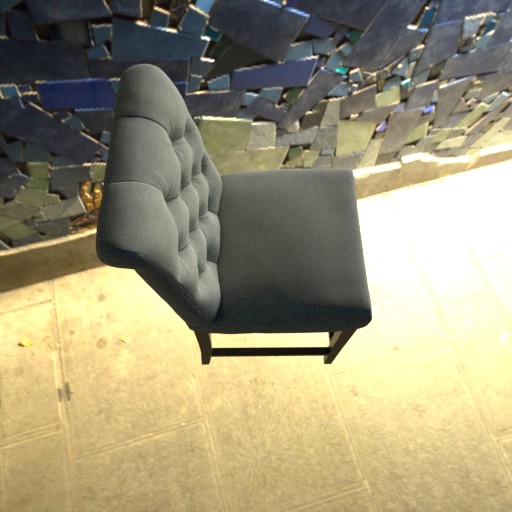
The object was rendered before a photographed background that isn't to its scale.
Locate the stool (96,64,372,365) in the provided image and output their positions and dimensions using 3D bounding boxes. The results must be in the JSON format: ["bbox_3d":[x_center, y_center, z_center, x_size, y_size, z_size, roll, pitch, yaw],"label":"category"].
[{"bbox_3d":[0.000,0.000,1.330,0.601,1.040,0.493,-1,65,0],"label":"stool"}]
